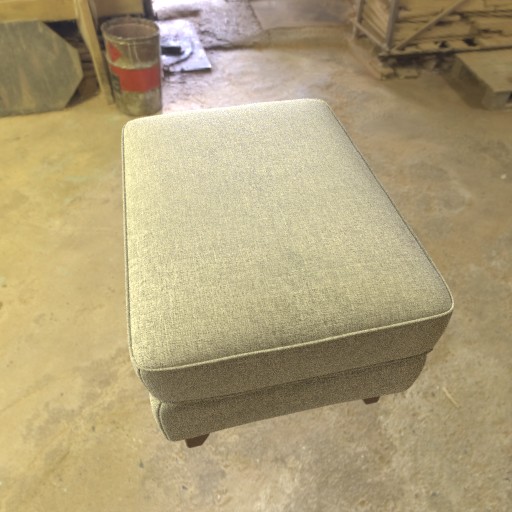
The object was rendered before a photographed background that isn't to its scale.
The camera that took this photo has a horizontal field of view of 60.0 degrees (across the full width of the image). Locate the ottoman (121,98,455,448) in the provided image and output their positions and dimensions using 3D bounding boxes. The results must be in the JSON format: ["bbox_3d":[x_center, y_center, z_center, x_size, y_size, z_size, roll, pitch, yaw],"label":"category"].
[{"bbox_3d":[0.000,0.000,1.264,0.661,0.561,0.889,-9,48,-8],"label":"ottoman"}]
